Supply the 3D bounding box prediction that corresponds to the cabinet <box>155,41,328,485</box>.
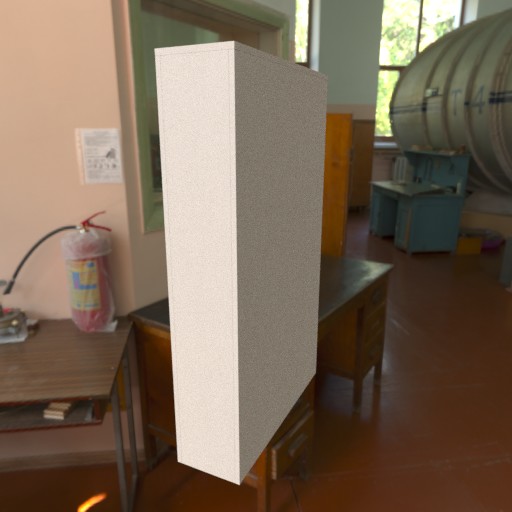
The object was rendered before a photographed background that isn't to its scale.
[{"bbox_3d":[0.000,0.000,1.601,0.250,1.280,0.750,7,17,25],"label":"cabinet"}]
